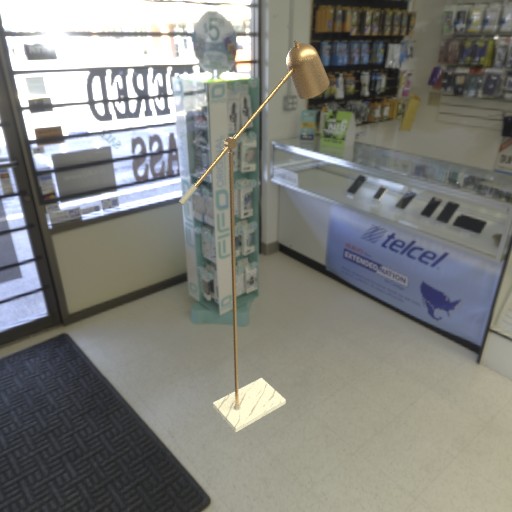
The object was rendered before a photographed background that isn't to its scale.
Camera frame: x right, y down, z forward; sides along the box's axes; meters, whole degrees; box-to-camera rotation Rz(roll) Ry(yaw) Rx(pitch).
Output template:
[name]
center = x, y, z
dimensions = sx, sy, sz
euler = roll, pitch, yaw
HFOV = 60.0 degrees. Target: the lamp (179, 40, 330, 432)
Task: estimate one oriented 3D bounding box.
[lamp]
center = 0.000, 0.000, 1.820
dimensions = 0.653, 1.594, 0.194
euler = -18, 32, -32
